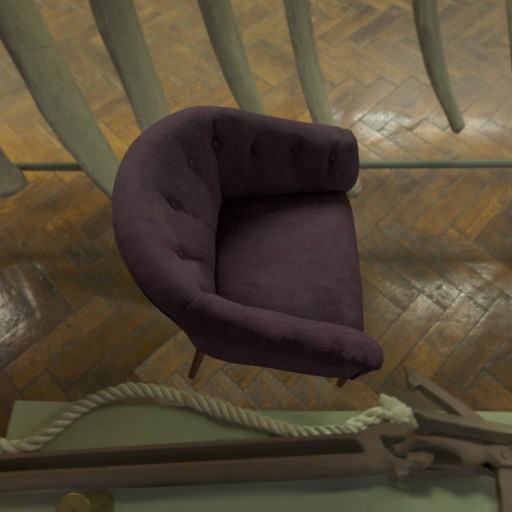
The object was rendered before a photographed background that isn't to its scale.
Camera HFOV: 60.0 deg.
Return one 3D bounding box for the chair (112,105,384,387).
[{"bbox_3d":[0.000,0.000,1.539,0.776,0.885,0.851,1,63,0],"label":"chair"}]
